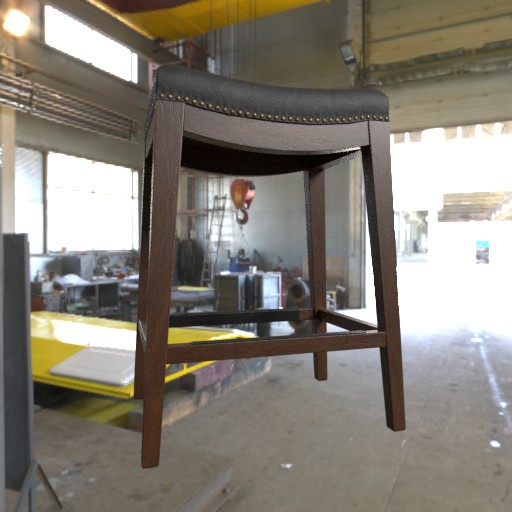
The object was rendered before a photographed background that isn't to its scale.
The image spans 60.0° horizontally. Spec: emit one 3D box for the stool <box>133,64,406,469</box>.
[{"bbox_3d":[0.000,0.000,0.934,0.490,0.664,0.353,0,2,-18],"label":"stool"}]
